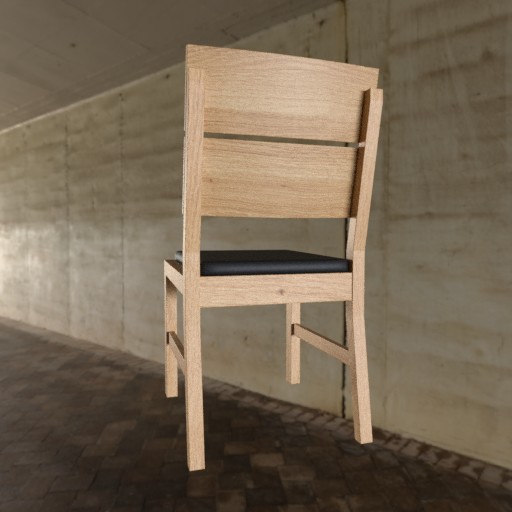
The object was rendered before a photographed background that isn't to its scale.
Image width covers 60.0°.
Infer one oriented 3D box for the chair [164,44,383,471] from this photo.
[{"bbox_3d":[0.000,0.000,1.298,0.475,0.950,0.569,-1,3,-17],"label":"chair"}]
